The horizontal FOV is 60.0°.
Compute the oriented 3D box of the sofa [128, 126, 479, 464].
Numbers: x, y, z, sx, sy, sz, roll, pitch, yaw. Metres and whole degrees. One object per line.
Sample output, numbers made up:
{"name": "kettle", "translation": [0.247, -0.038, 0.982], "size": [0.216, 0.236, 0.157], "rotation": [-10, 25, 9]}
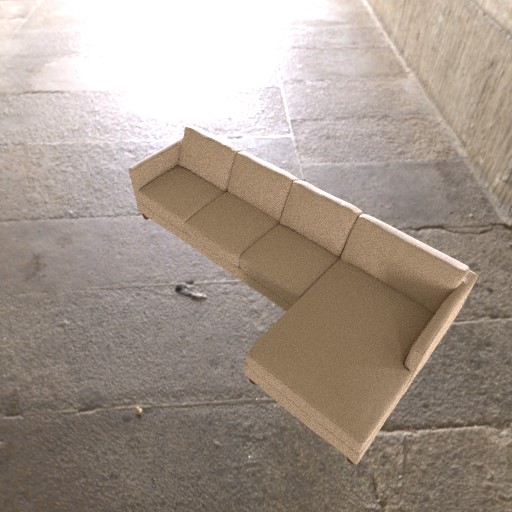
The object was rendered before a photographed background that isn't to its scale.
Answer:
{"name": "sofa", "translation": [0.000, 0.000, 3.892], "size": [3.186, 0.861, 1.625], "rotation": [33, 55, 27]}
